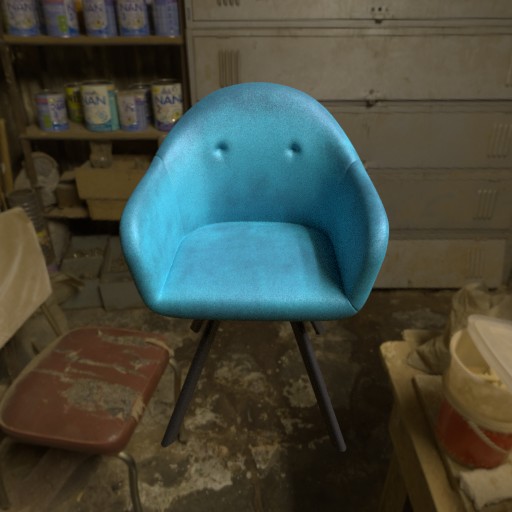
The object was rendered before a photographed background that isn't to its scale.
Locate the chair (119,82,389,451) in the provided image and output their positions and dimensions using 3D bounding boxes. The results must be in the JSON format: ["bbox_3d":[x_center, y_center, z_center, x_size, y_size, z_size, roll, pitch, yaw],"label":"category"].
[{"bbox_3d":[0.000,0.000,1.155,0.540,0.780,0.570,1,29,1],"label":"chair"}]
